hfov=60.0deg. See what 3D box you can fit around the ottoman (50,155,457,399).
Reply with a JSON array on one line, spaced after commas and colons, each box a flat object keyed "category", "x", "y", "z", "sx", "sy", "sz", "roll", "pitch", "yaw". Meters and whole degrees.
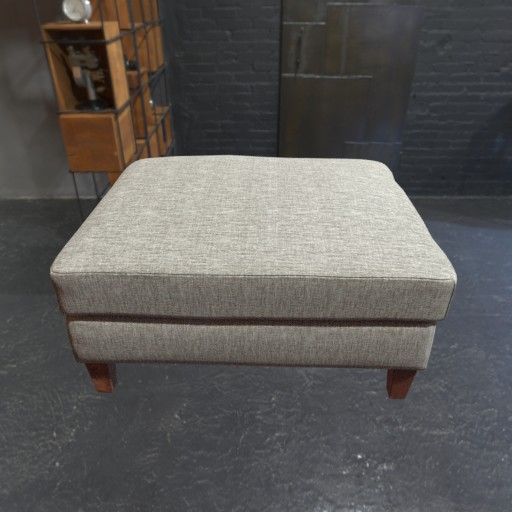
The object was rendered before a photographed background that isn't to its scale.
[{"category": "ottoman", "x": 0.000, "y": 0.000, "z": 1.490, "sx": 0.994, "sy": 0.492, "sz": 0.839, "roll": 1, "pitch": 31, "yaw": 1}]
